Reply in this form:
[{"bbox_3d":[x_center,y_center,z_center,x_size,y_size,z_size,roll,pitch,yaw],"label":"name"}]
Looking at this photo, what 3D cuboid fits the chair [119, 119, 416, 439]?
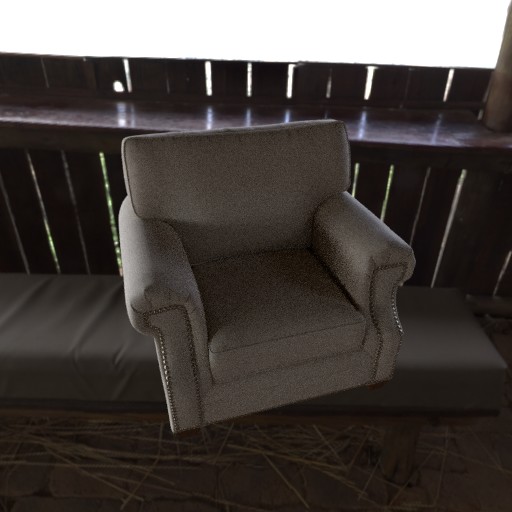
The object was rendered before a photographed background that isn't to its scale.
[{"bbox_3d":[0.000,0.000,1.905,1.092,0.961,0.965,-9,33,-14],"label":"chair"}]
